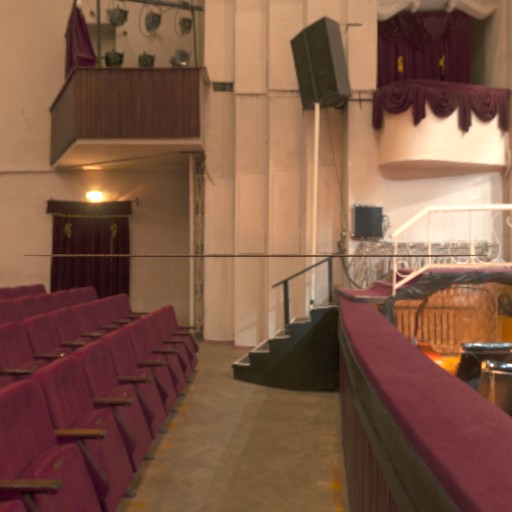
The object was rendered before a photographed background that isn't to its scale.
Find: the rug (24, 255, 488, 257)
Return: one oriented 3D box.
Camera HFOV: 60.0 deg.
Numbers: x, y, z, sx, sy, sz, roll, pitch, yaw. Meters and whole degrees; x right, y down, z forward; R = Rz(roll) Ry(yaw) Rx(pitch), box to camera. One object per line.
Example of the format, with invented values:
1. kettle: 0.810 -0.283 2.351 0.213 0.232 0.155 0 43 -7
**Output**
1. rug: 0.000 0.000 2.670 2.437 0.005 0.688 0 -1 0
